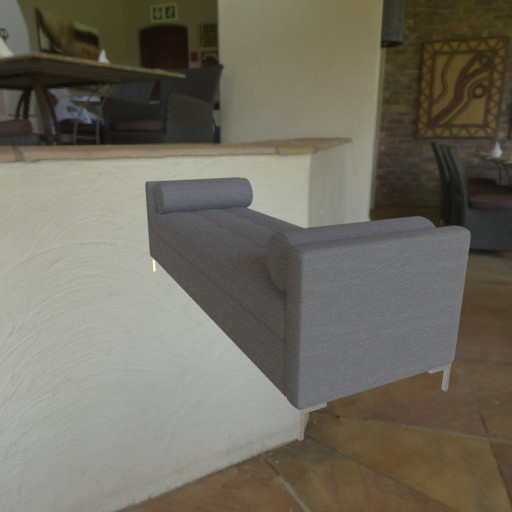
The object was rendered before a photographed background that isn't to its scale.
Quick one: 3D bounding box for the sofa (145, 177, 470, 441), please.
[{"bbox_3d":[0.000,0.000,2.301,0.686,0.635,1.981,-7,17,-25],"label":"sofa"}]
